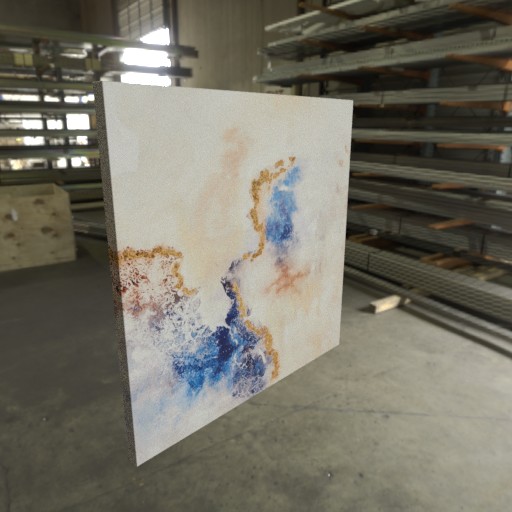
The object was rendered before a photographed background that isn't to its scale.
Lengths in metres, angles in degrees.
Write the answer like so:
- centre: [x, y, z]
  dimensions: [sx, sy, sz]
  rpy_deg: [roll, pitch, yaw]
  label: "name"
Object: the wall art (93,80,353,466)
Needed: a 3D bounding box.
- centre: [0.000, 0.000, 1.287]
  dimensions: [0.038, 0.889, 0.889]
  rpy_deg: [15, 22, 42]
  label: "wall art"
